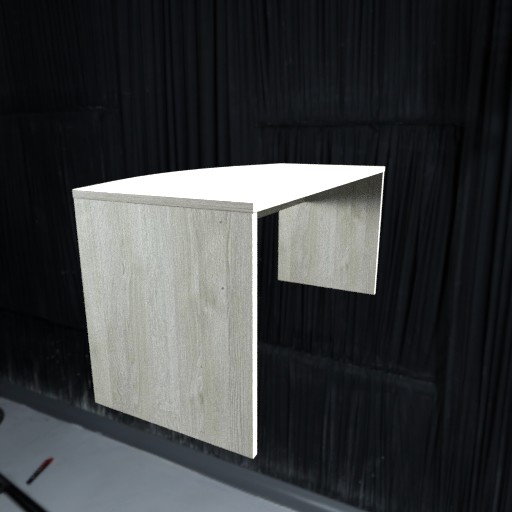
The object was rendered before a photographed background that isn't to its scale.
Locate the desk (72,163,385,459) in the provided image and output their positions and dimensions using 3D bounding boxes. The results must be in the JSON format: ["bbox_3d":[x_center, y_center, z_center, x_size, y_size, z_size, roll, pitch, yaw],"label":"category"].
[{"bbox_3d":[0.000,0.000,2.062,0.802,0.752,1.600,7,17,26],"label":"desk"}]
